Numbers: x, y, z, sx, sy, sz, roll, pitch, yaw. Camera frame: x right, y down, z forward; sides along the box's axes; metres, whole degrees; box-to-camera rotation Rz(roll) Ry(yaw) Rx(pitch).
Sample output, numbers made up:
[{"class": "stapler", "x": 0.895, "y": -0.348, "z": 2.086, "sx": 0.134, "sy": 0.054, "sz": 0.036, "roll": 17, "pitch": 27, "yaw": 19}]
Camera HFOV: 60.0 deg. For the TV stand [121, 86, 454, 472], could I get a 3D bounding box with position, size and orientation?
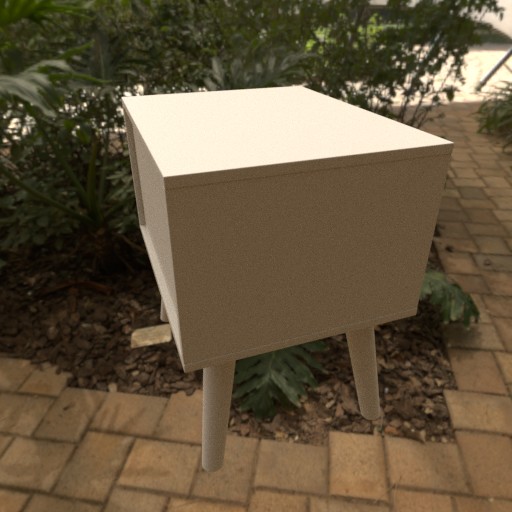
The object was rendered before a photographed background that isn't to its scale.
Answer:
[{"class": "TV stand", "x": 0.000, "y": 0.000, "z": 0.904, "sx": 0.405, "sy": 0.559, "sz": 0.508, "roll": -10, "pitch": 31, "yaw": -17}]
